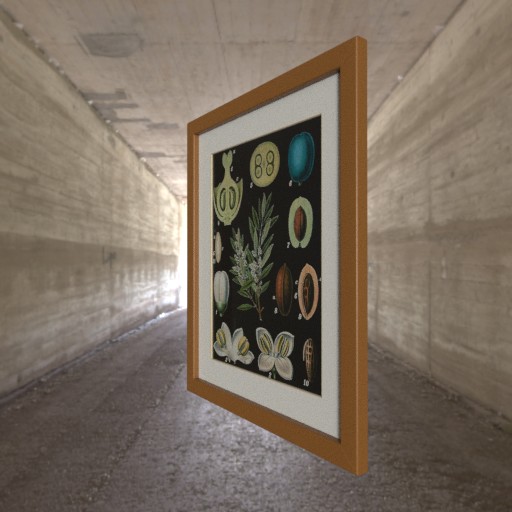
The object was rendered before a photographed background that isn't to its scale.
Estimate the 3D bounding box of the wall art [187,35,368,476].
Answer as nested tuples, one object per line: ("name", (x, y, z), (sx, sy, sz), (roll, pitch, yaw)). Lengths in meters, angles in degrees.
("wall art", (0.000, 0.000, 0.737), (0.021, 0.550, 0.449), (0, 0, -37))
